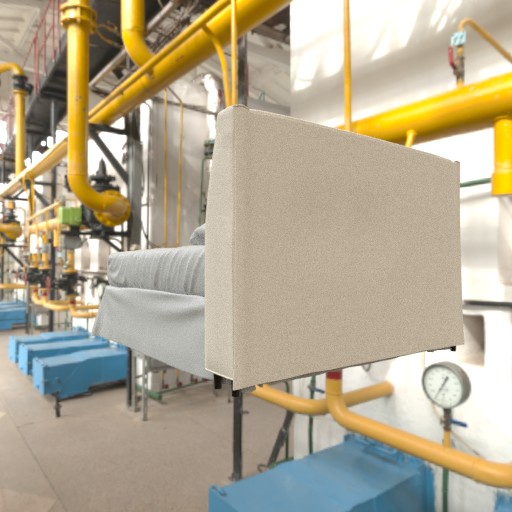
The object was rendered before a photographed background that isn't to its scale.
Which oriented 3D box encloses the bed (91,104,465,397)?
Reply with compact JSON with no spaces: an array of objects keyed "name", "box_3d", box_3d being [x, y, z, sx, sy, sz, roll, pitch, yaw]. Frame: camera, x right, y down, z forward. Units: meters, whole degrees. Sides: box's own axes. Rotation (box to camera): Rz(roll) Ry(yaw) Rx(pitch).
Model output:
[{"name":"bed","box_3d":[0.000,0.000,3.415,1.925,1.332,2.276,1,-2,-36]}]
